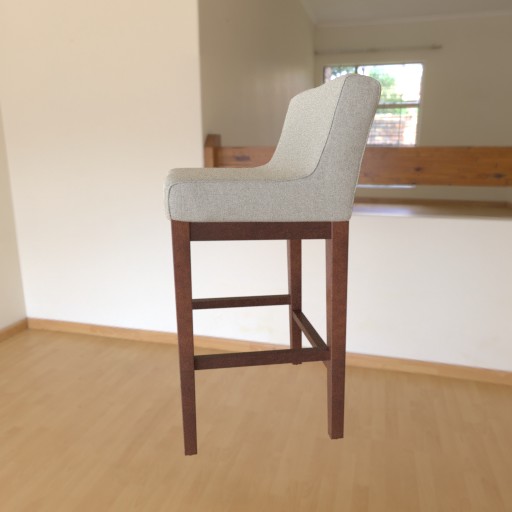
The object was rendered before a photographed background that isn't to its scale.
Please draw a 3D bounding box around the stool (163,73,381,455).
[{"bbox_3d":[0.000,0.000,1.285,0.500,0.937,0.511,-2,14,-9],"label":"stool"}]
